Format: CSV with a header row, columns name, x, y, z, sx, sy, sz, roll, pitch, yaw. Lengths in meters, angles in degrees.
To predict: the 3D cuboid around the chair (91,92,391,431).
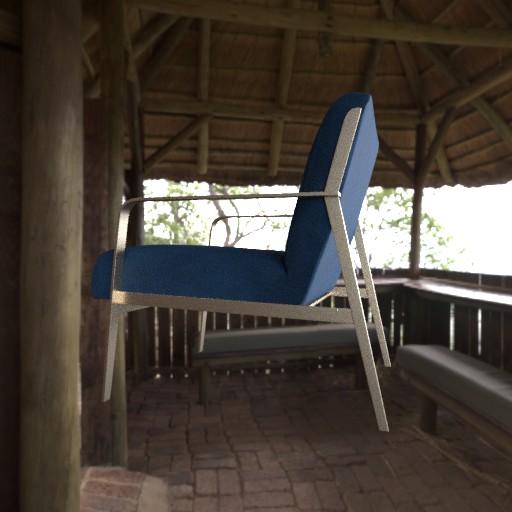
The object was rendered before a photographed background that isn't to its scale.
name,x,y,z,sx,sy,sz,roll,pitch,yaw
chair,0.000,0.000,1.480,0.859,0.831,0.692,0,1,17
